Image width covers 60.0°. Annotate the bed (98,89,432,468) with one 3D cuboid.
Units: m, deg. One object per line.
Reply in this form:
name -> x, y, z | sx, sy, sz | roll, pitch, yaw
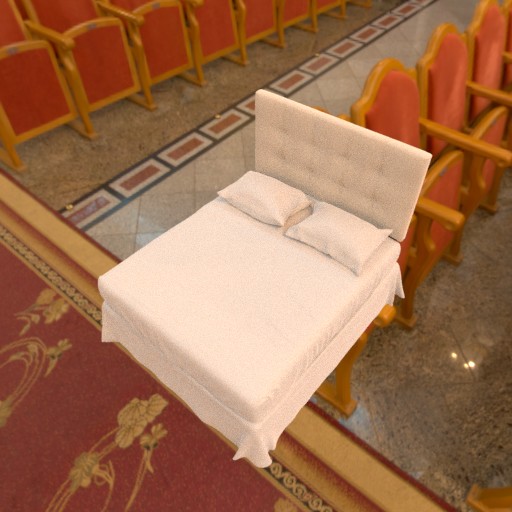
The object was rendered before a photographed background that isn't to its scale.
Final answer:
bed -> 0.000, 0.000, 3.569 | 1.936, 1.577, 2.222 | 31, 53, 27
